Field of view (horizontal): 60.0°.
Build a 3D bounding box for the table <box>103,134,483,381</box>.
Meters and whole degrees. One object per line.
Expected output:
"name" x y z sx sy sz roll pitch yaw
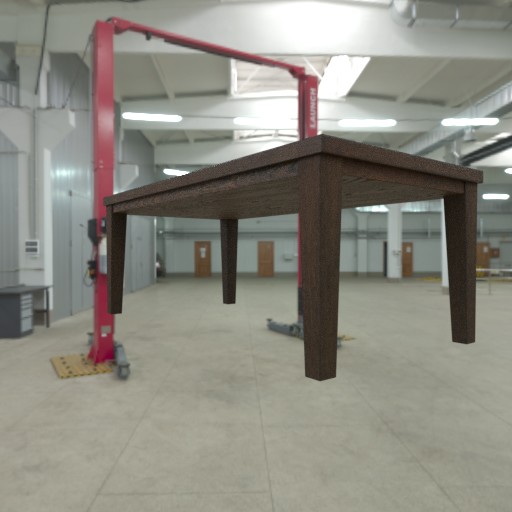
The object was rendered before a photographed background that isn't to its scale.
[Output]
"table" 0.000 0.000 2.438 1.016 0.762 1.981 0 1 -37
